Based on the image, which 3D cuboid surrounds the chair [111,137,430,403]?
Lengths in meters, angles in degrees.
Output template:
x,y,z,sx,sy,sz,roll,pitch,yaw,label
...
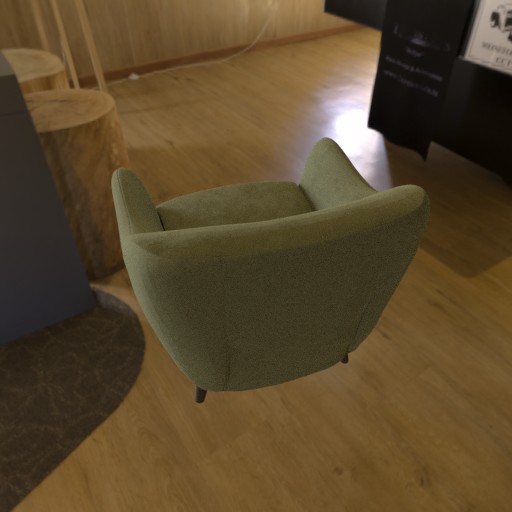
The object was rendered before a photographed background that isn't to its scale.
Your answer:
x,y,z,sx,sy,sz,roll,pitch,yaw,label
0.000,0.000,1.493,0.840,0.804,0.819,-12,43,-13,chair
